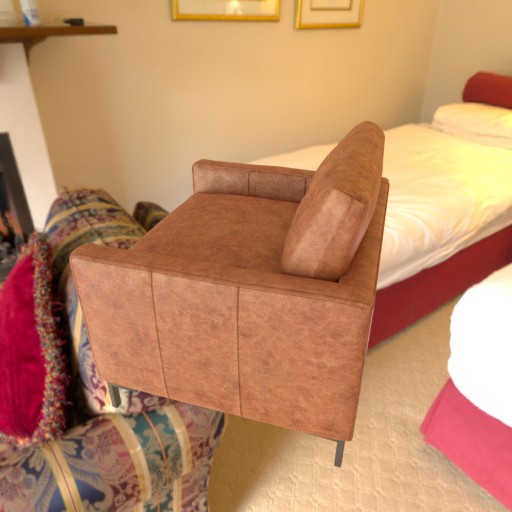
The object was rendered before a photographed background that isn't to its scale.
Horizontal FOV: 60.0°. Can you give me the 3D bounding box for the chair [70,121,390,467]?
[{"bbox_3d":[0.000,0.000,1.621,0.862,0.869,0.967,9,31,15],"label":"chair"}]
